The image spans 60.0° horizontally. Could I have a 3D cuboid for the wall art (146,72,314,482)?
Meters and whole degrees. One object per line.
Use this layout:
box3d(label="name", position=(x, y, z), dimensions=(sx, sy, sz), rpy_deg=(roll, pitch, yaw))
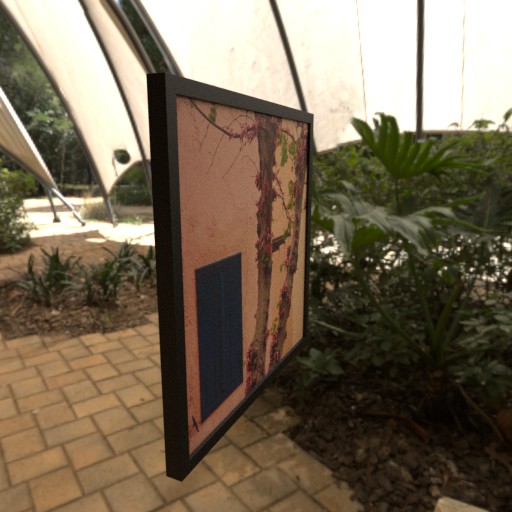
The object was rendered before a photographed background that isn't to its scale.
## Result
box3d(label="wall art", position=(0.000, 0.000, 1.139), dimensions=(0.038, 0.762, 0.762), rpy_deg=(6, 14, 25))
